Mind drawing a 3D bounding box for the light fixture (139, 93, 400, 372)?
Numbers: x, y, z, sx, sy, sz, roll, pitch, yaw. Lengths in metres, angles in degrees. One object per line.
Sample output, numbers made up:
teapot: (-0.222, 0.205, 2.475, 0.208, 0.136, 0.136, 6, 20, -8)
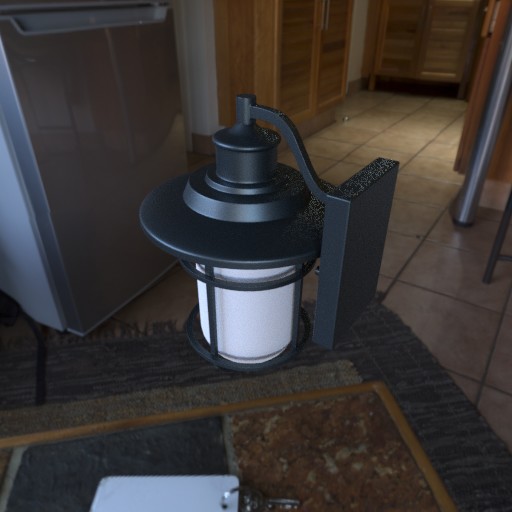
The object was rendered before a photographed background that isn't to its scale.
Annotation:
light fixture: (0.000, 0.000, 0.499, 0.252, 0.345, 0.222, 21, 38, 29)
